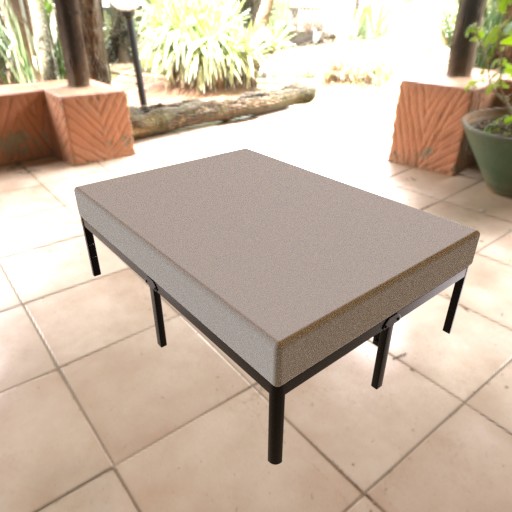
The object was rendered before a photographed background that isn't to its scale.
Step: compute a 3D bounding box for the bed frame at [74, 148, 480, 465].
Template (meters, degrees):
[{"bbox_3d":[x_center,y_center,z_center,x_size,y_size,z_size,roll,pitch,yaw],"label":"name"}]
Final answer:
[{"bbox_3d":[0.000,0.000,2.699,1.408,0.659,1.956,-22,36,-33],"label":"bed frame"}]
